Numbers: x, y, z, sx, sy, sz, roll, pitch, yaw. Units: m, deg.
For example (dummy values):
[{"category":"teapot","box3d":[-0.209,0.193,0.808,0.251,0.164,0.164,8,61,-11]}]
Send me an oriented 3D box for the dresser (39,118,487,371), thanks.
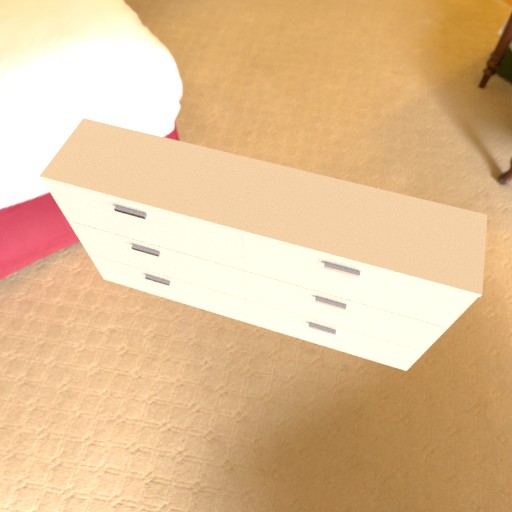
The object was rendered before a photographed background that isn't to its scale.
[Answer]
[{"category":"dresser","box3d":[0.000,0.000,1.875,1.535,0.790,0.333,15,60,9]}]
